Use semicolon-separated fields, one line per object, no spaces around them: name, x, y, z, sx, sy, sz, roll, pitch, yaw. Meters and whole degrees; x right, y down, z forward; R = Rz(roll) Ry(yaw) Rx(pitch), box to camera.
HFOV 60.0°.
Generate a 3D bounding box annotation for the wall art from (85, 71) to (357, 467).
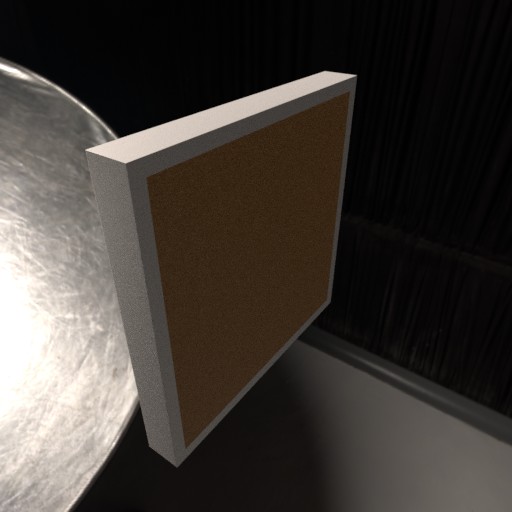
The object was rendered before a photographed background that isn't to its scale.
wall art;0.000;0.000;0.448;0.038;0.302;0.305;22;39;30
